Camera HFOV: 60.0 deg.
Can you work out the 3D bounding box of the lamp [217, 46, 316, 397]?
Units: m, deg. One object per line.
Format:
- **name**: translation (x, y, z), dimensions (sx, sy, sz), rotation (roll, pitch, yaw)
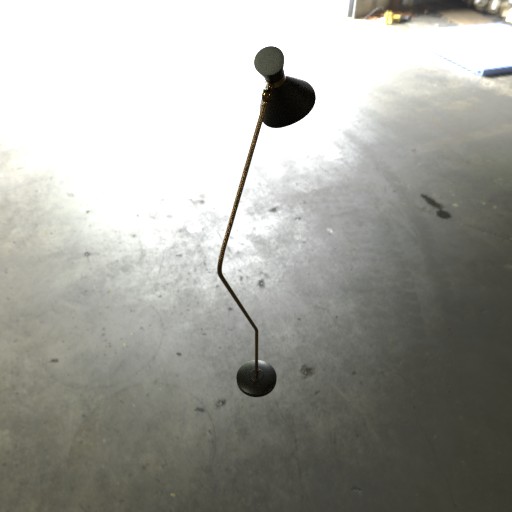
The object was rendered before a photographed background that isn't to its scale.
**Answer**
- **lamp**: translation (0.000, 0.000, 1.627), dimensions (0.467, 1.438, 0.277), rotation (-25, 47, -26)
